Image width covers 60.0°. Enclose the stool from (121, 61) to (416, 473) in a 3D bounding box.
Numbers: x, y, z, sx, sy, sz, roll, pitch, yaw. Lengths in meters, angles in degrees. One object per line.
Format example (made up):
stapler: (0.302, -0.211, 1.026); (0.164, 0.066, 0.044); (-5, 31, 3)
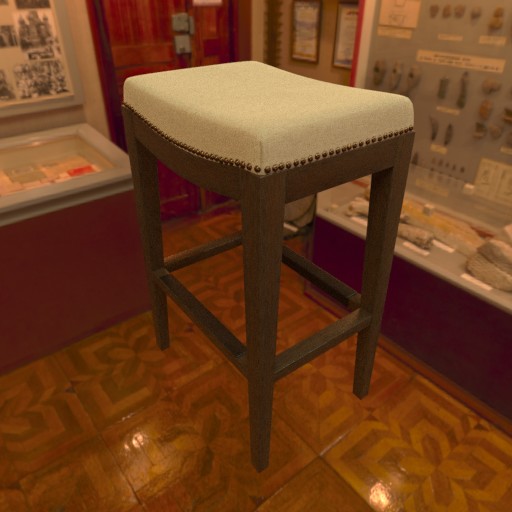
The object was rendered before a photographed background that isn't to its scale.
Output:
stool: (0.000, 0.000, 1.029); (0.358, 0.759, 0.498); (-22, 39, -30)
